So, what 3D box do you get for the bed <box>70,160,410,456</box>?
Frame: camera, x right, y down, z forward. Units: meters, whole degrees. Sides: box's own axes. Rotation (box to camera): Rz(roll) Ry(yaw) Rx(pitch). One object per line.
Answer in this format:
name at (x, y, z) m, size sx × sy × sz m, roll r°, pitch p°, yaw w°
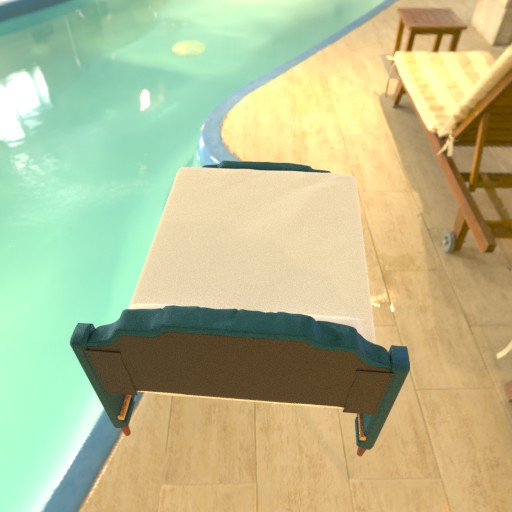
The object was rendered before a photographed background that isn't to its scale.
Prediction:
bed at (0.000, 0.000, 3.289) m, size 1.678 × 1.338 × 2.322 m, roll 4°, pitch 46°, yaw 3°
